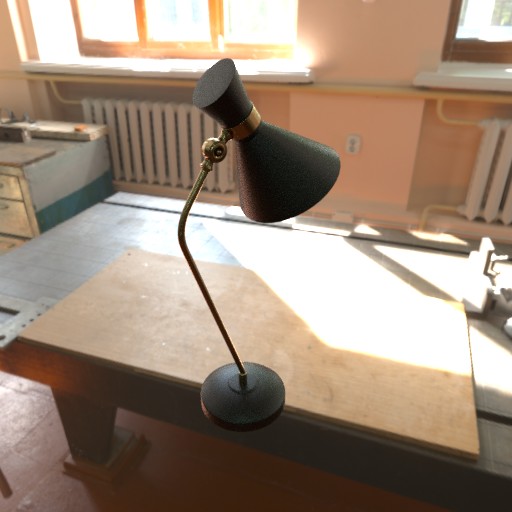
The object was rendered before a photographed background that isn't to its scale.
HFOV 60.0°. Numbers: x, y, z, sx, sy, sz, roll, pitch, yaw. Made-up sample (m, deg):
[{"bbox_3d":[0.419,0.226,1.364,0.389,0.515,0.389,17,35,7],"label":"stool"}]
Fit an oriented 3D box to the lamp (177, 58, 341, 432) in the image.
[{"bbox_3d":[0.000,0.000,0.787,0.292,0.647,0.189,-18,33,-31],"label":"lamp"}]
